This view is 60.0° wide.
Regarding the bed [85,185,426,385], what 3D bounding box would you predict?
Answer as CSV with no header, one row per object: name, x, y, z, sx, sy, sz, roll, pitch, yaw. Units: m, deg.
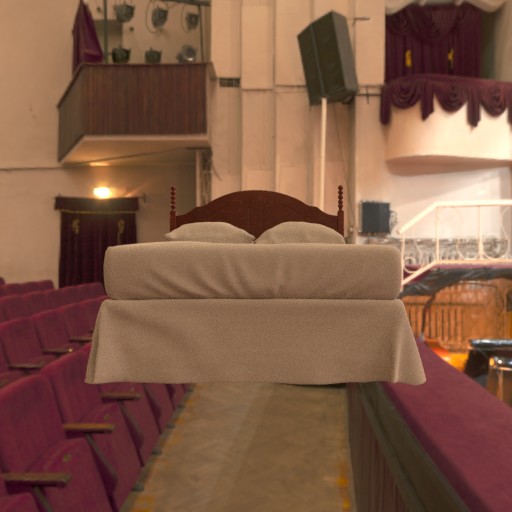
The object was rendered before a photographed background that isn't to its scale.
bed,0.000,0.000,3.247,1.873,1.356,2.040,0,0,1
